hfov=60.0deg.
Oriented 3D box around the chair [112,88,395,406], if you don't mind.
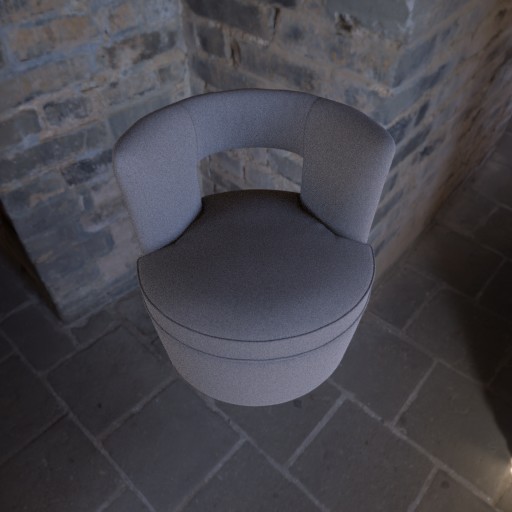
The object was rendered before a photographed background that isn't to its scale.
[{"bbox_3d":[0.000,0.000,1.296,0.689,0.719,0.660,-3,47,-3],"label":"chair"}]
